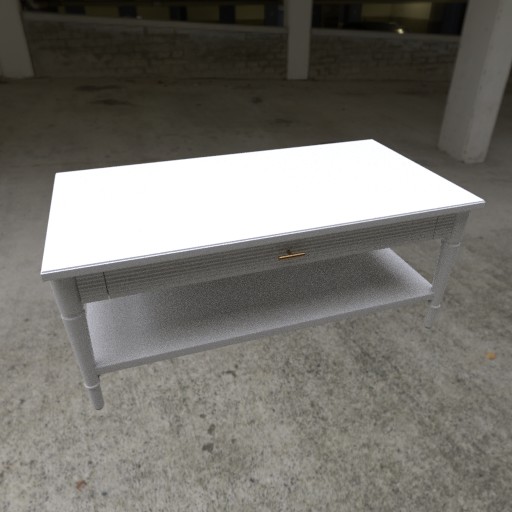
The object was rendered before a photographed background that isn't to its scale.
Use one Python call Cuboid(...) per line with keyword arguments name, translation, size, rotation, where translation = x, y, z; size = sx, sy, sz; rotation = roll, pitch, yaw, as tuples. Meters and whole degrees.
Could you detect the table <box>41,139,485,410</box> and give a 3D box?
Cuboid(name="table", translation=(0.000, 0.000, 1.348), size=(1.067, 0.457, 0.559), rotation=(-10, 33, -15))
